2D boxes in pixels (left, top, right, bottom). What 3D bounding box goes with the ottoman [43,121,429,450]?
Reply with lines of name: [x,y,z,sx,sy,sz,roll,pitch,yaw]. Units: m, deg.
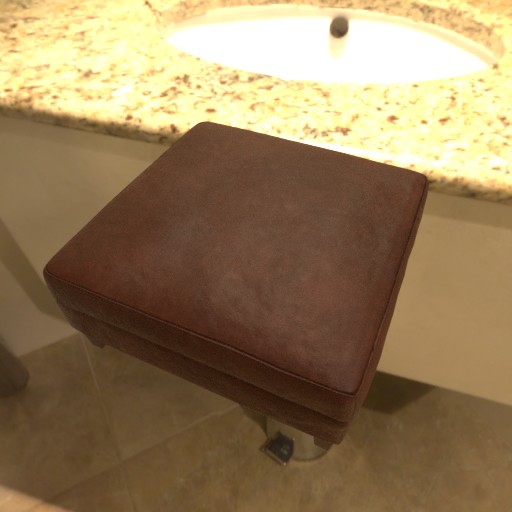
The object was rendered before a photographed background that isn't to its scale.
ottoman: [0.000,0.000,1.338,0.844,0.415,0.836,19,49,17]
